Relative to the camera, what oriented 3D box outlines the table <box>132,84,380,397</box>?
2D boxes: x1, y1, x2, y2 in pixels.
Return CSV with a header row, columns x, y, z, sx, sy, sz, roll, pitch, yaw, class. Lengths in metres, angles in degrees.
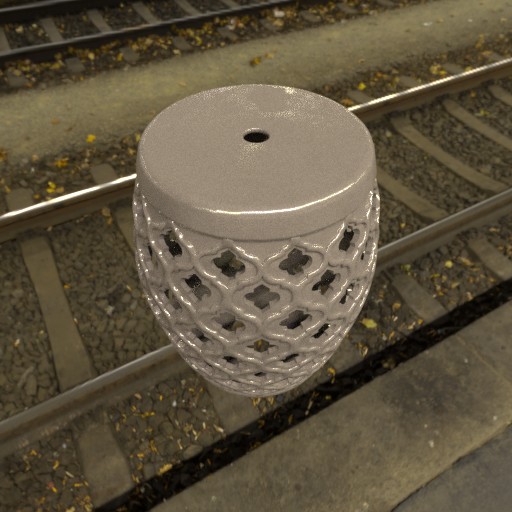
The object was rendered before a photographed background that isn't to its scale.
x,y,z,sx,sy,sz,roll,pitch,yaw,class
0.000,0.000,0.630,0.325,0.388,0.325,0,46,0,table
